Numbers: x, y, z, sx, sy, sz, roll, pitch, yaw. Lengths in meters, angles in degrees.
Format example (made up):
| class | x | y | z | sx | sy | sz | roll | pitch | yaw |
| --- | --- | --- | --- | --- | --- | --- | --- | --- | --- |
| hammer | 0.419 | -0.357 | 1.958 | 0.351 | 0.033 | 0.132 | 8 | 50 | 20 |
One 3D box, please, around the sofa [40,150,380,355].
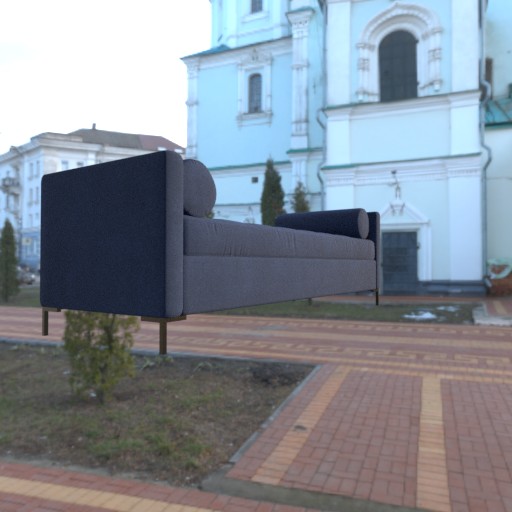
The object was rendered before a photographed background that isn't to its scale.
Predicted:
| class | x | y | z | sx | sy | sz | roll | pitch | yaw |
| --- | --- | --- | --- | --- | --- | --- | --- | --- | --- |
| sofa | 0.000 | 0.000 | 2.336 | 0.686 | 0.635 | 1.981 | -1 | -1 | 34 |
